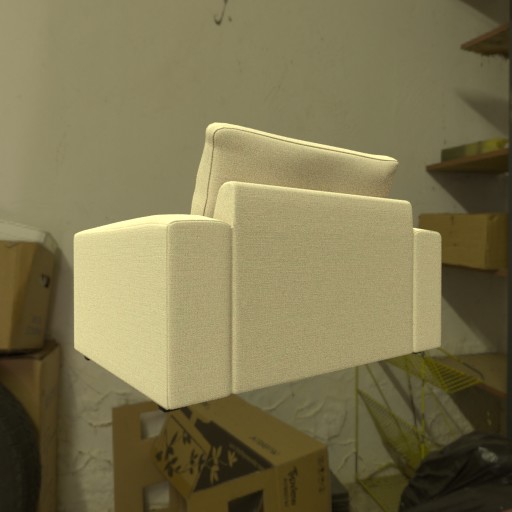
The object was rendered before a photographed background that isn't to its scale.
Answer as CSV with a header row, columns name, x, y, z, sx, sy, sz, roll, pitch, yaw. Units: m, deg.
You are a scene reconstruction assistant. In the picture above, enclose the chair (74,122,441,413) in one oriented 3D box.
name,x,y,z,sx,sy,sz,roll,pitch,yaw
chair,0.000,0.000,2.065,1.398,0.915,1.039,0,1,-37
